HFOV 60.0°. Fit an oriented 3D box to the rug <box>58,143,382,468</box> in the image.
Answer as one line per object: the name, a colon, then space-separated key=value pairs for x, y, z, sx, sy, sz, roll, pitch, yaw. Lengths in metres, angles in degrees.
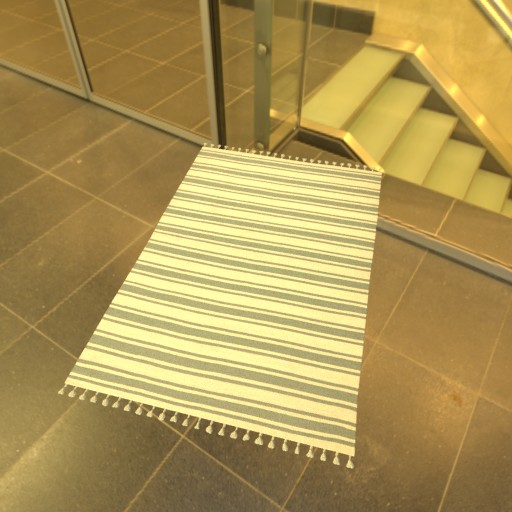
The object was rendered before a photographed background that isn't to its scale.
rug: x=0.000 y=0.000 z=2.980 sx=1.539 sy=0.011 sz=2.410 roll=10 pitch=48 yaw=9
